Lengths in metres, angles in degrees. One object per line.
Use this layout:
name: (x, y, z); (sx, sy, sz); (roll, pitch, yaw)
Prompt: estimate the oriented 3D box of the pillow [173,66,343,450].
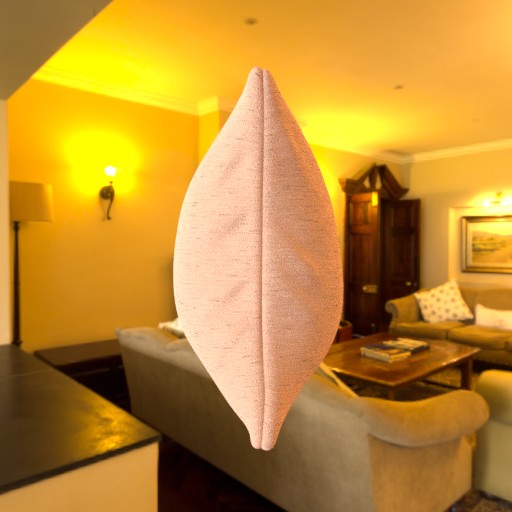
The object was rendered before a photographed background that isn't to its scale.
pillow: (0.000, 0.000, 0.681); (0.246, 0.415, 0.432); (0, 1, -2)
